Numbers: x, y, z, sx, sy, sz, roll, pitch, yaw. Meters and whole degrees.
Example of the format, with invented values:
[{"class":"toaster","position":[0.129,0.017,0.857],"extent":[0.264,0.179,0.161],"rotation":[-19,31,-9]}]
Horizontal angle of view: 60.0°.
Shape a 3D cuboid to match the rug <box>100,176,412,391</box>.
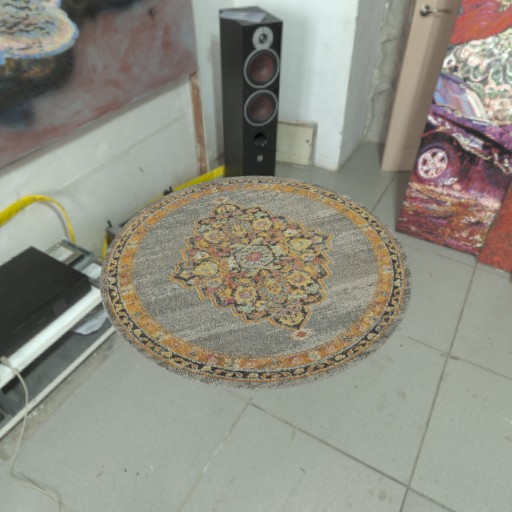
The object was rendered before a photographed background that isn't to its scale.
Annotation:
[{"class":"rug","position":[0.000,0.000,3.495],"extent":[2.382,0.014,2.382],"rotation":[0,42,0]}]
